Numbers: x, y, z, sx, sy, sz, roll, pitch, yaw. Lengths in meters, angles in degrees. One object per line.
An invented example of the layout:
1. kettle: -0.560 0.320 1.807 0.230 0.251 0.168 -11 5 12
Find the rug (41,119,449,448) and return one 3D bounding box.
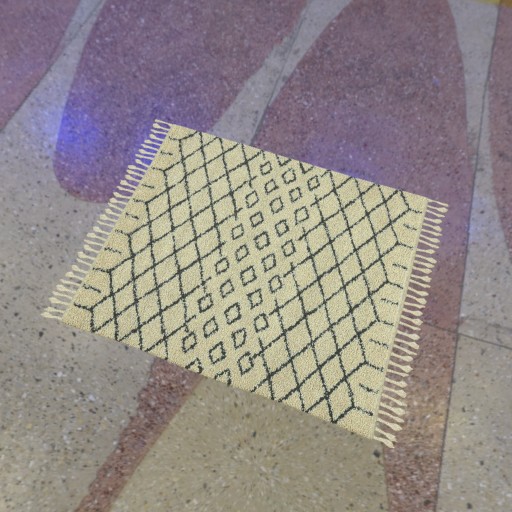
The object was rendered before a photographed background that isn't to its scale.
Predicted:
1. rug: 0.000 0.000 4.153 3.213 0.030 2.388 18 66 8
